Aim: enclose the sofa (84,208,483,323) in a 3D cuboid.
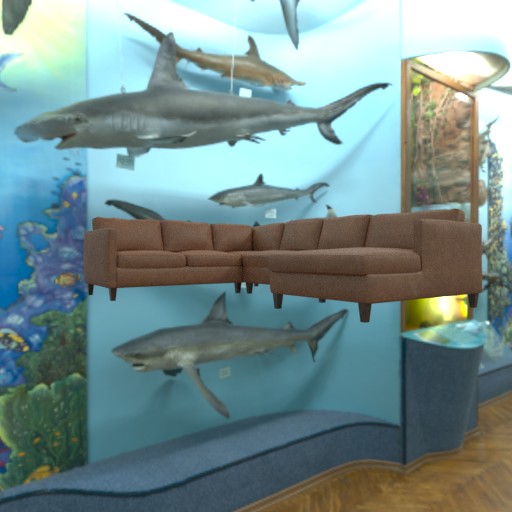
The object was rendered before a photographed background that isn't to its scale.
[{"bbox_3d":[0.000,0.000,4.594,2.593,0.923,3.460,0,0,-36],"label":"sofa"}]
